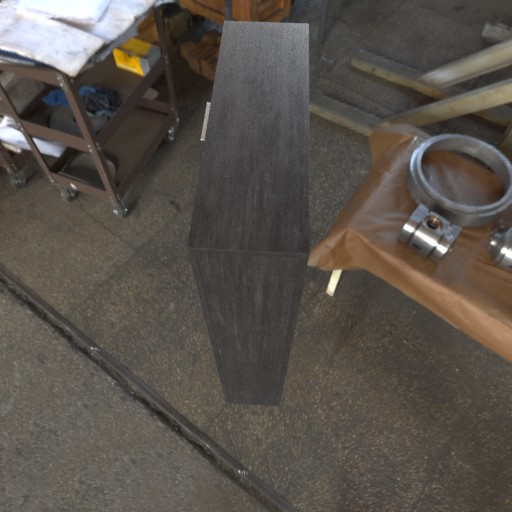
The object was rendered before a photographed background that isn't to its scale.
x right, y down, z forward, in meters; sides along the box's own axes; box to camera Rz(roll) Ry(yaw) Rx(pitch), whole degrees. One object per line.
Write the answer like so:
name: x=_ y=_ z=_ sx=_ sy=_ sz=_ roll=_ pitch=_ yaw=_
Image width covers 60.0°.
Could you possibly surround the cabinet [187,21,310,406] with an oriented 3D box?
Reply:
cabinet: x=0.000 y=0.000 z=1.588 sx=0.250 sy=1.280 sz=0.750 roll=3 pitch=59 yaw=2
